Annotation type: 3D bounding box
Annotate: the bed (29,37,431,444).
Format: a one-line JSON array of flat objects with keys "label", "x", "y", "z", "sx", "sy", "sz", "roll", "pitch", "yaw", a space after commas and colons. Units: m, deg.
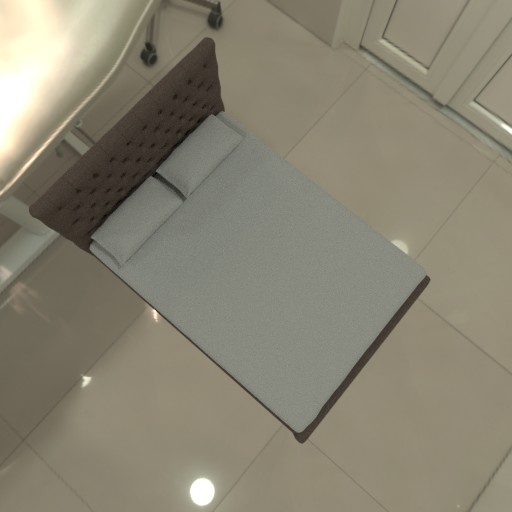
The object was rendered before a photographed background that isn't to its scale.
[{"label": "bed", "x": 0.000, "y": 0.000, "z": 3.413, "sx": 2.387, "sy": 1.427, "sz": 1.698, "roll": 40, "pitch": 80, "yaw": 9}]
